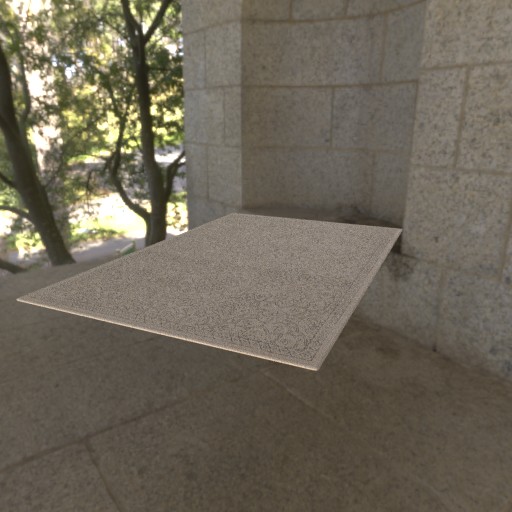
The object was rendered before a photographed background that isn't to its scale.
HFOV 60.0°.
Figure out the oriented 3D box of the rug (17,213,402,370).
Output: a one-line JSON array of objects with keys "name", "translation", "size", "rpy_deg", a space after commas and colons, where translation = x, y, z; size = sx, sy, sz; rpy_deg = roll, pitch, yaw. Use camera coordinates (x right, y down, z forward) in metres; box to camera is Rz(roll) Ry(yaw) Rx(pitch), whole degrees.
[{"name": "rug", "translation": [0.000, 0.000, 2.844], "size": [1.524, 0.011, 2.286], "rpy_deg": [8, 19, 24]}]
